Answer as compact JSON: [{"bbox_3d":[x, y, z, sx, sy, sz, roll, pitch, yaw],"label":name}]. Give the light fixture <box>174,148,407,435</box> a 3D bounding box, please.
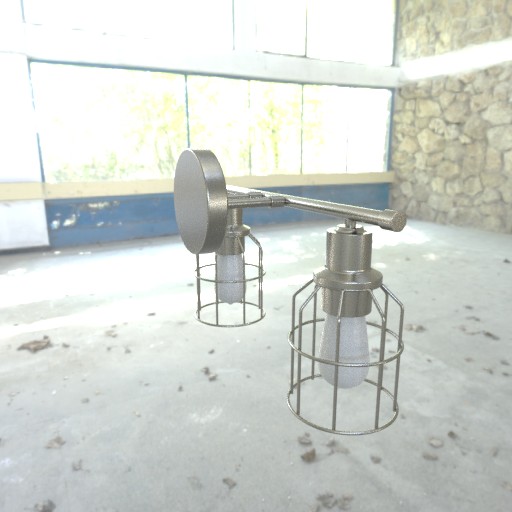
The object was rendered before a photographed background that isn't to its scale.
[{"bbox_3d":[0.000,0.000,0.539,0.165,0.254,0.406,-7,15,-26],"label":"light fixture"}]
